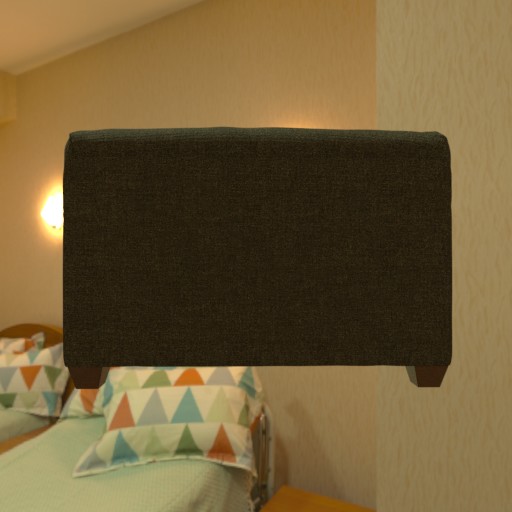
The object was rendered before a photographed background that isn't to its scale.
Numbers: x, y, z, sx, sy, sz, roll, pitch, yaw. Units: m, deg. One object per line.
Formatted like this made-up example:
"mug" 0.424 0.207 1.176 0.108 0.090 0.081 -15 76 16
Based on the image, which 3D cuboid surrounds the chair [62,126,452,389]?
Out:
"chair" 0.000 0.000 2.030 1.383 0.948 1.000 0 0 -1
